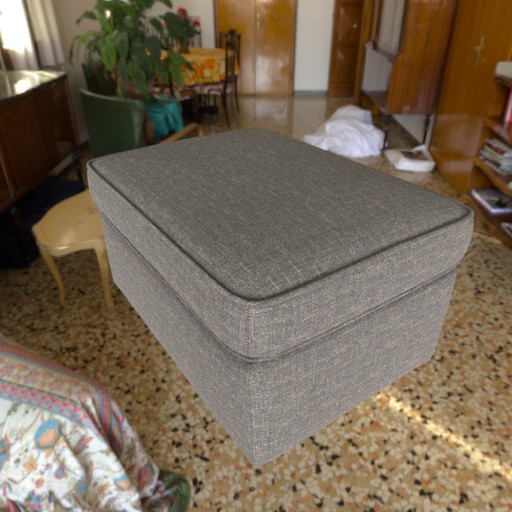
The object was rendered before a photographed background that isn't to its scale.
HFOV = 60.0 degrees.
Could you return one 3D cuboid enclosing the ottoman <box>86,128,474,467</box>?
[{"bbox_3d":[0.000,0.000,1.047,0.549,0.450,0.749,-20,36,-29],"label":"ottoman"}]
